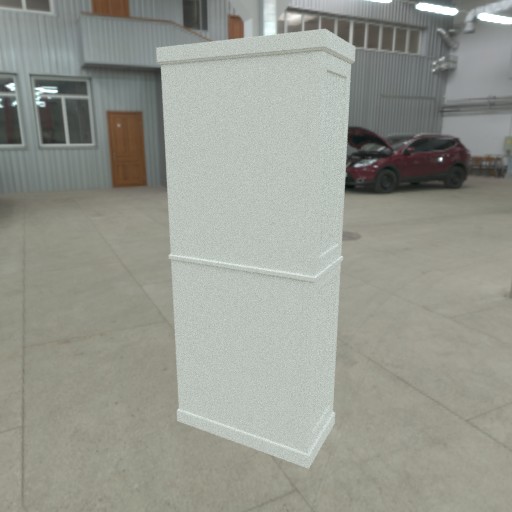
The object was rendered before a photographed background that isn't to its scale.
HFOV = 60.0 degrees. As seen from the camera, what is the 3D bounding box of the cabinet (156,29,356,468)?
[{"bbox_3d":[0.000,0.000,2.118,0.754,1.829,0.390,8,17,27],"label":"cabinet"}]
